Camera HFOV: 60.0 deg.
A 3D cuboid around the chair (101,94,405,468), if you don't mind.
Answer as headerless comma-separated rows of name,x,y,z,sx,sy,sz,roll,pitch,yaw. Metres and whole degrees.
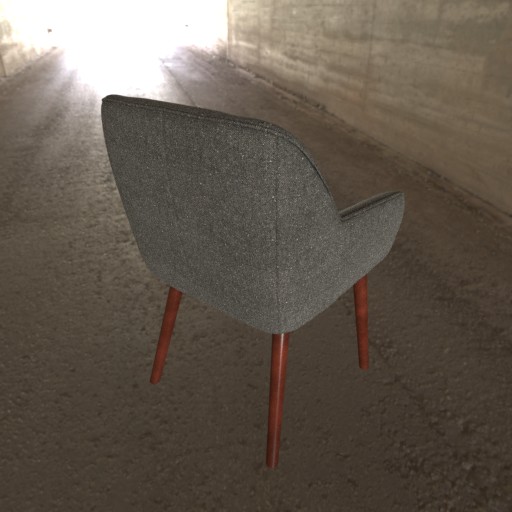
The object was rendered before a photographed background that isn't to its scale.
chair,0.000,0.000,1.119,0.543,0.803,0.519,21,36,33
